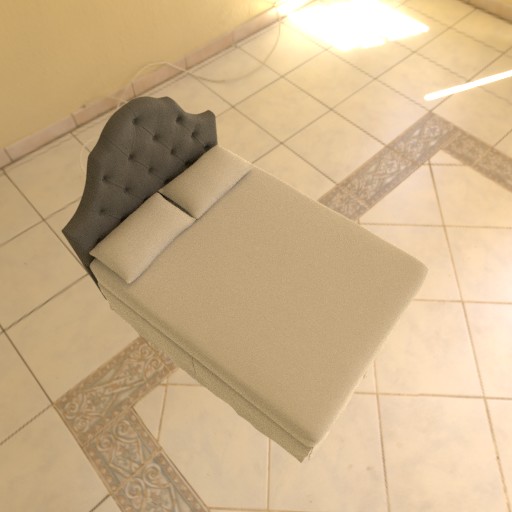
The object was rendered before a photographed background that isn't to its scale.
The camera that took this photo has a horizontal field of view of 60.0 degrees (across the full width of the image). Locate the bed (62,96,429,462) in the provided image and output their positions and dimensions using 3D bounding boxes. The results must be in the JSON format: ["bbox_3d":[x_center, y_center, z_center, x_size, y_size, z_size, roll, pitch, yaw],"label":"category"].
[{"bbox_3d":[0.000,0.000,3.168,2.155,1.575,1.636,33,64,19],"label":"bed"}]
